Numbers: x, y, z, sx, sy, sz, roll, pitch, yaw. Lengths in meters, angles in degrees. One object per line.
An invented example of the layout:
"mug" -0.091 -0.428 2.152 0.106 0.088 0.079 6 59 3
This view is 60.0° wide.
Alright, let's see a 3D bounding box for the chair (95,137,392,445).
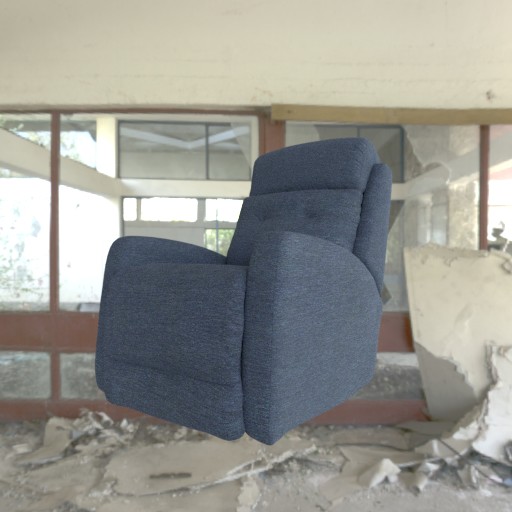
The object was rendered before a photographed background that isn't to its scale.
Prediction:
"chair" 0.000 0.000 1.699 0.798 1.013 1.043 0 1 37
